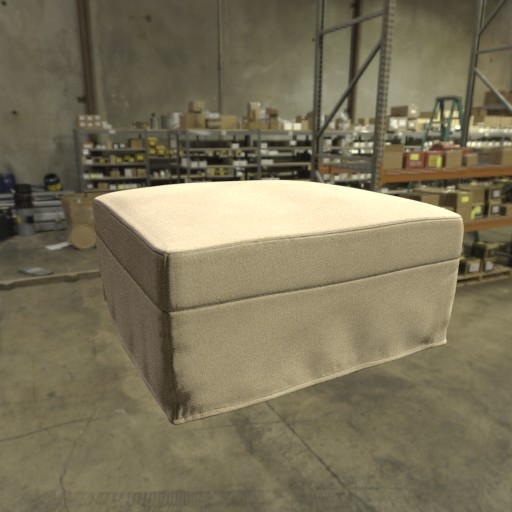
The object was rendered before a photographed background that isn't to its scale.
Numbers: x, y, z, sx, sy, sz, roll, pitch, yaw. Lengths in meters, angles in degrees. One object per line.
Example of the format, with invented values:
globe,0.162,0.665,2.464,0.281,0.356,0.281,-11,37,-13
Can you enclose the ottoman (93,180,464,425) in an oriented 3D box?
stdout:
ottoman,0.000,0.000,1.366,0.842,0.441,0.843,-8,18,-27
